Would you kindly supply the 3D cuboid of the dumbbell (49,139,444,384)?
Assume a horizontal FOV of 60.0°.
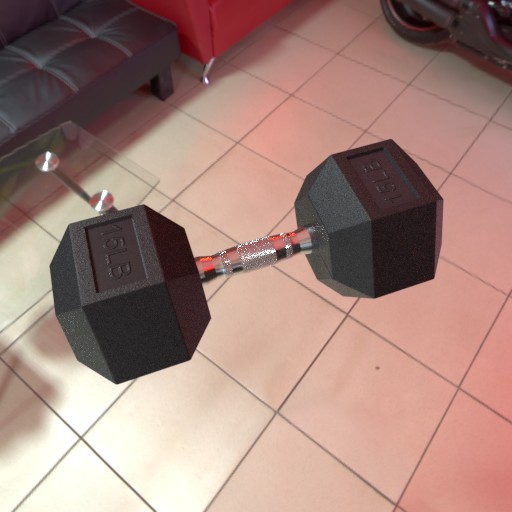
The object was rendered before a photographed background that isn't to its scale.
[{"bbox_3d":[0.000,0.000,0.329,0.271,0.106,0.122,-17,59,-10],"label":"dumbbell"}]
